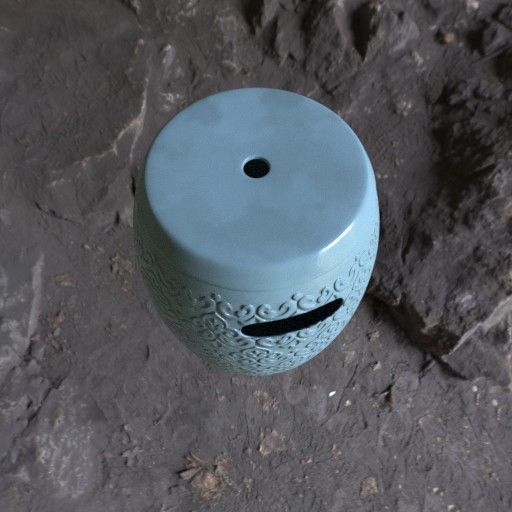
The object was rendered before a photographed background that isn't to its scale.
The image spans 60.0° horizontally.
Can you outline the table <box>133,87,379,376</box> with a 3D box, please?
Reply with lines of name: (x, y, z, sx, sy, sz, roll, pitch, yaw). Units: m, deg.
table: (0.000, 0.000, 0.624, 0.309, 0.397, 0.309, 0, 63, 0)
